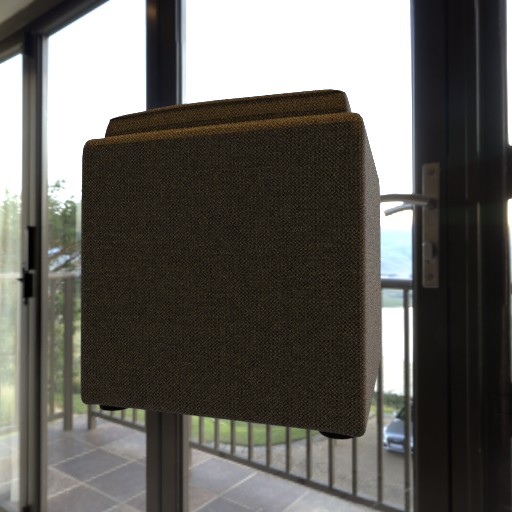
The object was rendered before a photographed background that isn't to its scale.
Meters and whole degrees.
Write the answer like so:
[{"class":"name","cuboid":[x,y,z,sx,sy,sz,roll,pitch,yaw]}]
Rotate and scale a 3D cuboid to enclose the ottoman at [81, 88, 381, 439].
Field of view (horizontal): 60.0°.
[{"class":"ottoman","cuboid":[0.000,0.000,0.837,0.436,0.487,0.454,0,-1,18]}]
